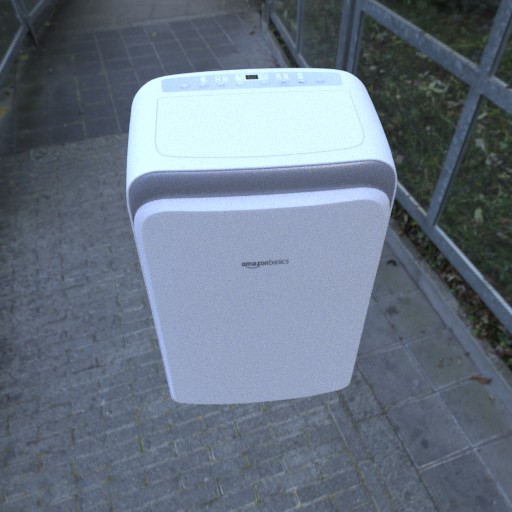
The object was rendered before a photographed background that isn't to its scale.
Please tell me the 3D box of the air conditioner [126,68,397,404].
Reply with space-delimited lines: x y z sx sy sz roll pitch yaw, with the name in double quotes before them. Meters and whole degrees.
"air conditioner" 0.000 0.000 0.945 0.454 0.700 0.365 -4 46 -4
